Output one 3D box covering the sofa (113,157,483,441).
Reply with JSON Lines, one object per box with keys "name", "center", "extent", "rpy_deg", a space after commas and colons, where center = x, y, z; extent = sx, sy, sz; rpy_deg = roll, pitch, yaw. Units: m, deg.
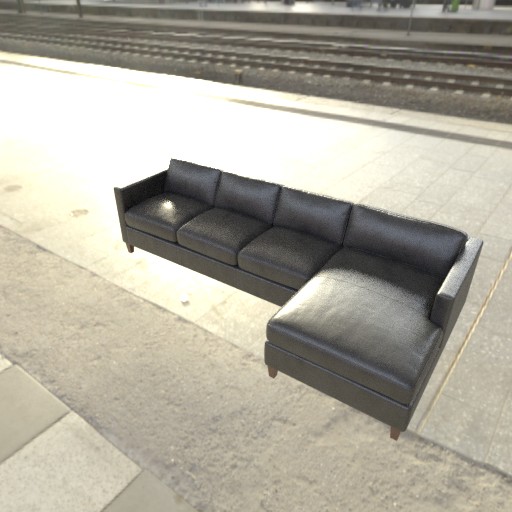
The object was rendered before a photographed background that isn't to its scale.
{"name": "sofa", "center": [0.000, 0.000, 3.793], "extent": [3.203, 0.883, 1.581], "rpy_deg": [20, 37, 29]}
